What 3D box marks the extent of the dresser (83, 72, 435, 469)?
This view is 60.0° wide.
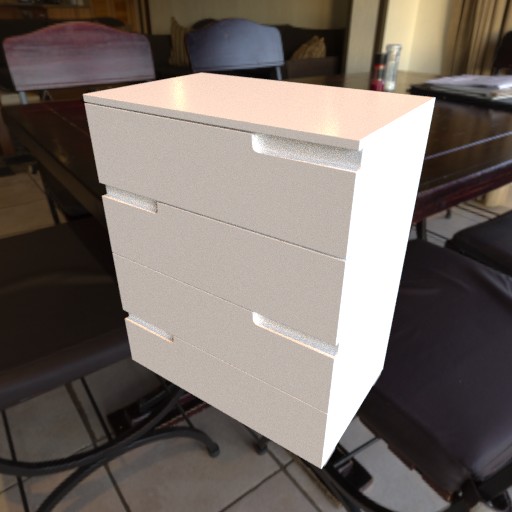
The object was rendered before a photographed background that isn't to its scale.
[{"bbox_3d":[0.000,0.000,1.158,0.650,0.800,0.400,19,35,29],"label":"dresser"}]
